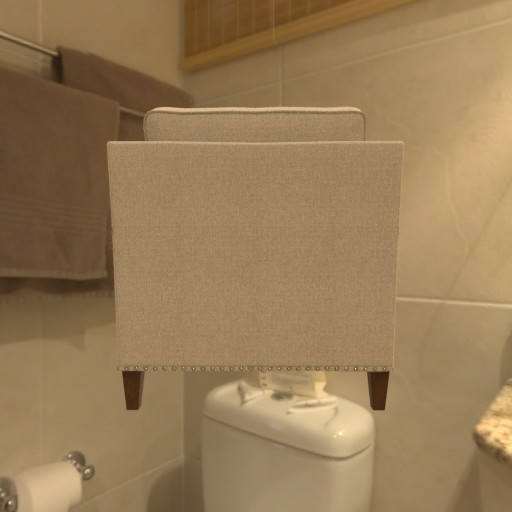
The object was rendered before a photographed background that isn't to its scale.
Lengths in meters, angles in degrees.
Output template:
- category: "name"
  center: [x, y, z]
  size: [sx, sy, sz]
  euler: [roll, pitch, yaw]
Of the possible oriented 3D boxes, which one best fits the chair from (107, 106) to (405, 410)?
- category: "chair"
  center: [0.000, 0.000, 1.753]
  size: [0.853, 0.943, 1.014]
  euler: [0, 1, 0]
